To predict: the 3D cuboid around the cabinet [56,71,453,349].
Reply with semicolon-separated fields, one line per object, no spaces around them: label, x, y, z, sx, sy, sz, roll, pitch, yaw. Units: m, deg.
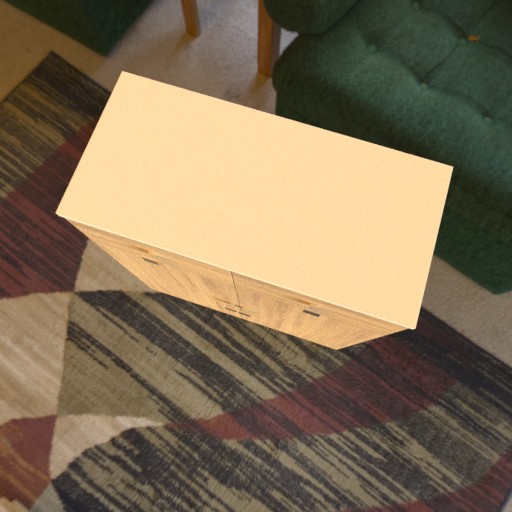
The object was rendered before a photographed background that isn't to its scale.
cabinet;0.000;0.000;1.126;0.600;0.815;0.296;18;76;5
